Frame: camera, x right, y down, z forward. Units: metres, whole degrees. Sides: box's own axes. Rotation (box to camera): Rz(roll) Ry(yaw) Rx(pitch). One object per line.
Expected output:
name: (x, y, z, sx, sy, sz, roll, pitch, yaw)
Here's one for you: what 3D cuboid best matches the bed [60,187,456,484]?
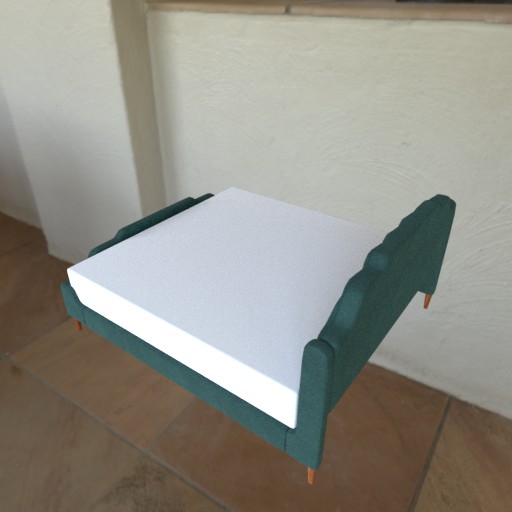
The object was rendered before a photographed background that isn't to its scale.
bed: (0.000, 0.000, 3.487, 2.340, 1.245, 2.074, 21, 37, 30)
